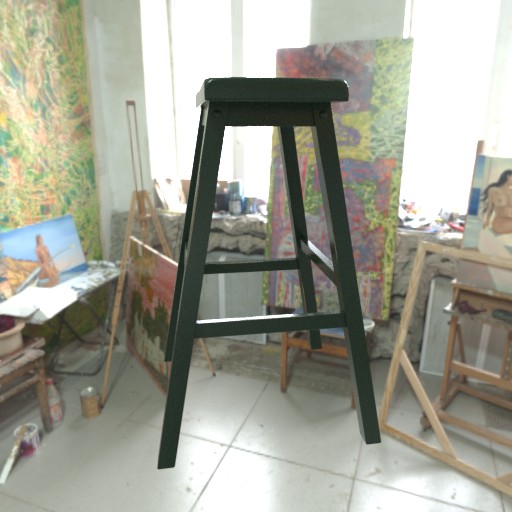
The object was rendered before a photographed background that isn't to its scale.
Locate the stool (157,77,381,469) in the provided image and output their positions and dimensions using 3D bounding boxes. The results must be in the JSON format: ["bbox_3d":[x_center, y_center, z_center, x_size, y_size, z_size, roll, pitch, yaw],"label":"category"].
[{"bbox_3d":[0.000,0.000,1.035,0.476,0.737,0.457,-3,17,-9],"label":"stool"}]
